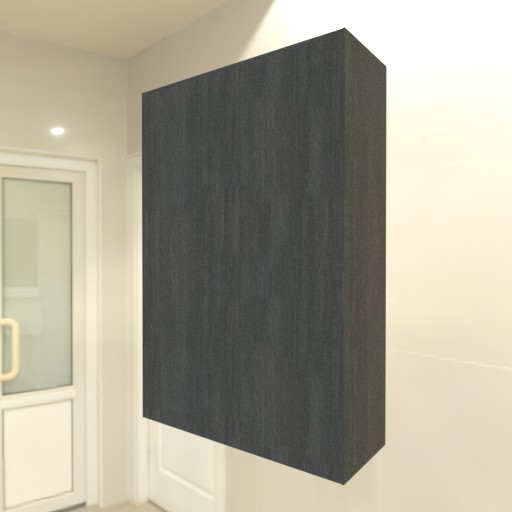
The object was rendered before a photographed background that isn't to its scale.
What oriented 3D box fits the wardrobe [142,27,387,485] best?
[{"bbox_3d":[0.000,0.000,2.435,1.290,1.910,0.510,0,1,36],"label":"wardrobe"}]
